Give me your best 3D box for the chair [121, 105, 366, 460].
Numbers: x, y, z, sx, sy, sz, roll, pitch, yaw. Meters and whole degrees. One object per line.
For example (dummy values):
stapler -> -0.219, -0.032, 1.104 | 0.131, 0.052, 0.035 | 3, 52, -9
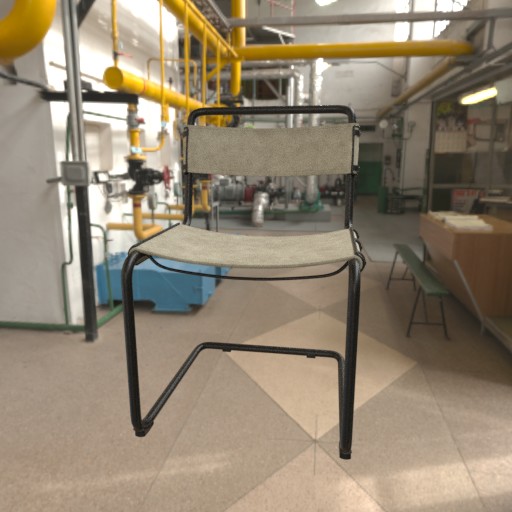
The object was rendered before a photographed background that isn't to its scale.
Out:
chair -> 0.000, 0.000, 1.085 | 0.499, 0.747, 0.497 | 2, 13, 9
